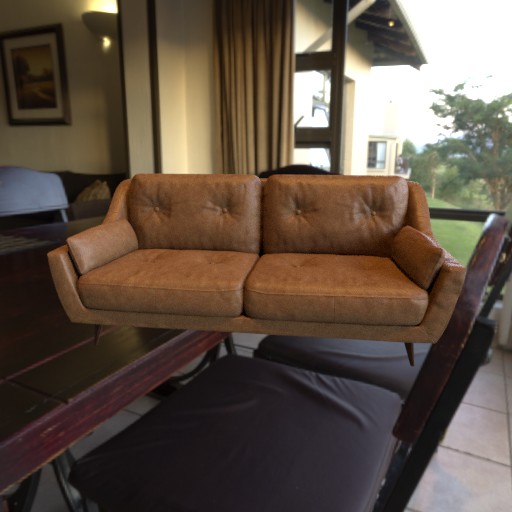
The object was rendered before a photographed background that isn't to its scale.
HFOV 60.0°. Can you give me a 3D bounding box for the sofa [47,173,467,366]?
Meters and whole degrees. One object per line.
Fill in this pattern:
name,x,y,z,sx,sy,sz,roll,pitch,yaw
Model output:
sofa,0.000,0.000,2.402,1.902,0.839,0.904,2,14,8
